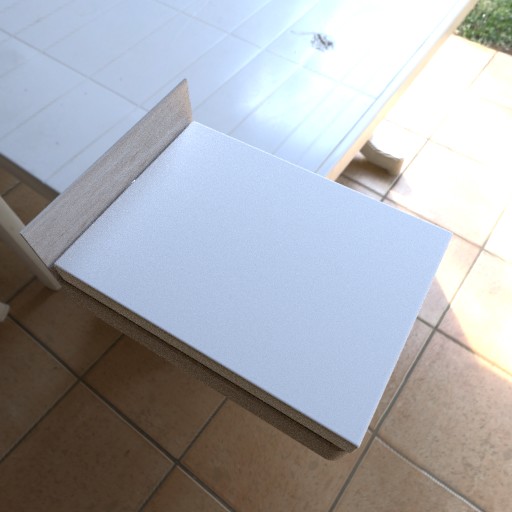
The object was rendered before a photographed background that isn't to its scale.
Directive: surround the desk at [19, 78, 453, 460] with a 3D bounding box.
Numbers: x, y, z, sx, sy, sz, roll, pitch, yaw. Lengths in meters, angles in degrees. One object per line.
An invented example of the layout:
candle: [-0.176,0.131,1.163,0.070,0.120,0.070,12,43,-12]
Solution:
desk: [0.000,0.000,2.595,1.900,0.800,1.400,27,62,16]
